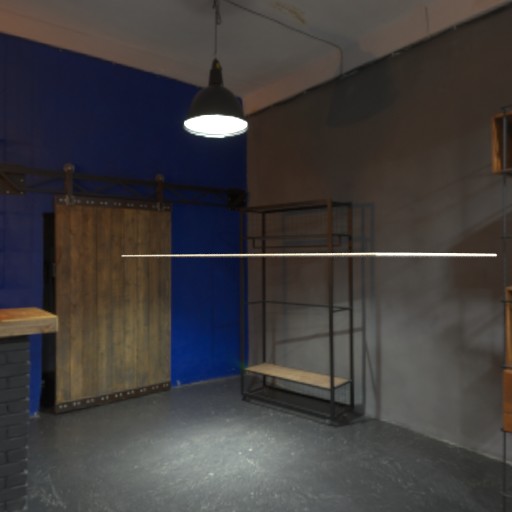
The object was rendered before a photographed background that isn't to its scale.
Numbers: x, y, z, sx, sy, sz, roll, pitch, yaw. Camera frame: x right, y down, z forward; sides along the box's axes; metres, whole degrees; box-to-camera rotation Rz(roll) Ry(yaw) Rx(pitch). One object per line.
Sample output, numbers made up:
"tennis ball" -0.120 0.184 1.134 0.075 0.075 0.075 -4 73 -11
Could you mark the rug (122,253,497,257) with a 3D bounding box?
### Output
"rug" 0.000 0.000 2.635 0.793 0.014 2.450 0 0 -36
